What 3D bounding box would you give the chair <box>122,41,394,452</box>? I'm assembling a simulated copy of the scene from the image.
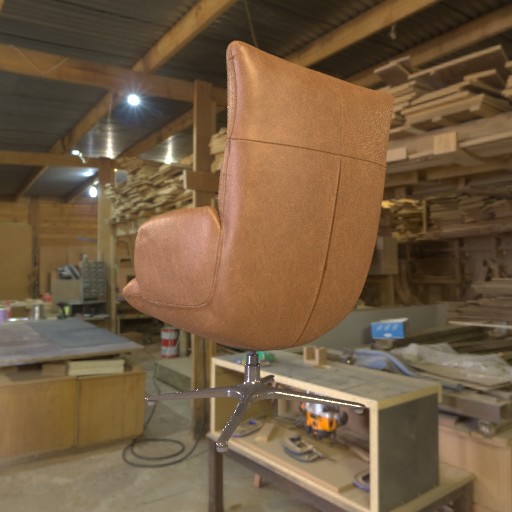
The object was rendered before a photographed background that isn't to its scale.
[{"bbox_3d":[0.000,0.000,1.493,0.711,1.027,0.794,1,-2,-35],"label":"chair"}]
